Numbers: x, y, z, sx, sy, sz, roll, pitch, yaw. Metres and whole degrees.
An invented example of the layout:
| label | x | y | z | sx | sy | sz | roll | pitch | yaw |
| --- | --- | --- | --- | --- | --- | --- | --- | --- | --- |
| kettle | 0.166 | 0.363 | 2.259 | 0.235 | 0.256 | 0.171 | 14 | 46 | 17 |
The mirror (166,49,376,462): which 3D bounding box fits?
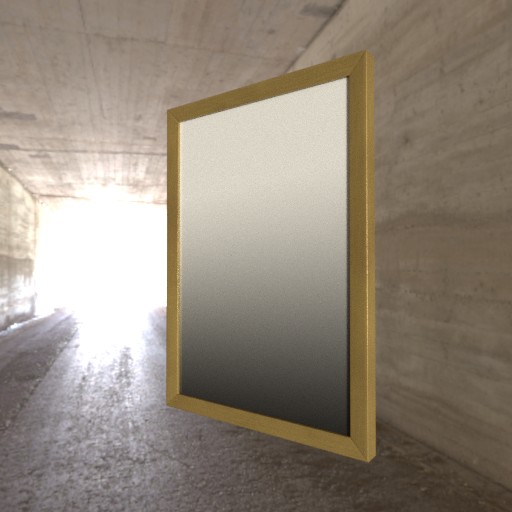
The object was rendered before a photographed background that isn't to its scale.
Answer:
| label | x | y | z | sx | sy | sz | roll | pitch | yaw |
| --- | --- | --- | --- | --- | --- | --- | --- | --- | --- |
| mirror | 0.000 | 0.000 | 0.929 | 0.507 | 0.710 | 0.040 | -1 | -1 | 37 |
